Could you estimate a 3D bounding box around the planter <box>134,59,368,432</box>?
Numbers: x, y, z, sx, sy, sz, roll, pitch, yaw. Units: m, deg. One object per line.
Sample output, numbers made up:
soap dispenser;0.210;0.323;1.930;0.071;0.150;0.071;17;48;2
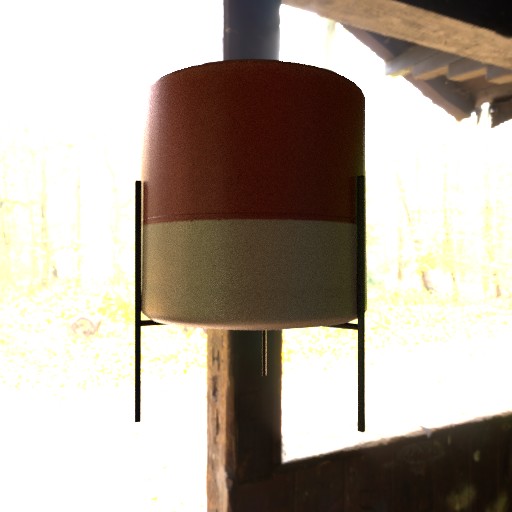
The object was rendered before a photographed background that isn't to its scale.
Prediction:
planter;0.000;0.000;0.689;0.354;0.465;0.345;0;-1;36
